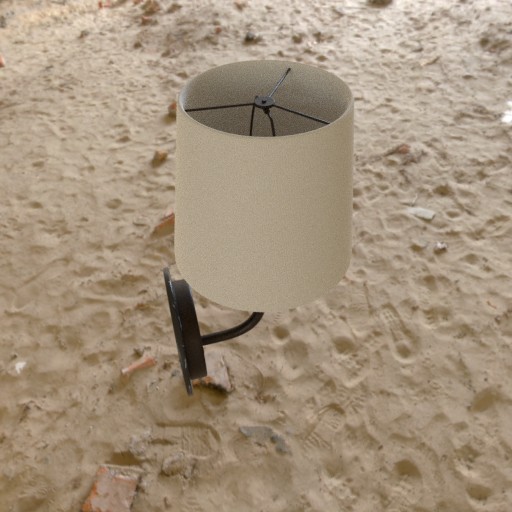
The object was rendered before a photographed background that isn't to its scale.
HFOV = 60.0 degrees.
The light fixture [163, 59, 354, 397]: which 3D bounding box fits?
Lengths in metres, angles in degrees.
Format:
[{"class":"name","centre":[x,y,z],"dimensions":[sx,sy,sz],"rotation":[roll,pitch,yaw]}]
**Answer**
[{"class":"light fixture","centre":[0.000,0.000,0.445],"dimensions":[0.188,0.337,0.168],"rotation":[-11,47,-11]}]
